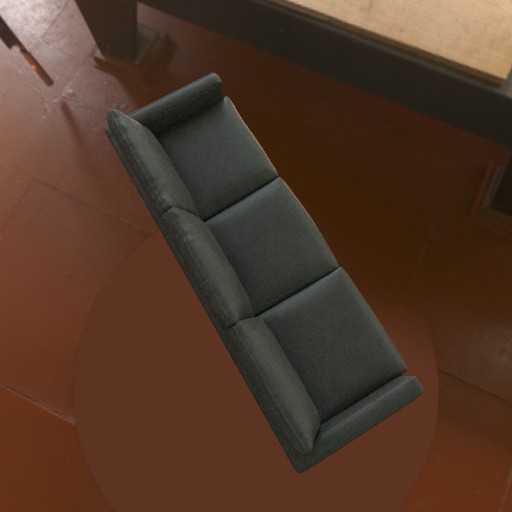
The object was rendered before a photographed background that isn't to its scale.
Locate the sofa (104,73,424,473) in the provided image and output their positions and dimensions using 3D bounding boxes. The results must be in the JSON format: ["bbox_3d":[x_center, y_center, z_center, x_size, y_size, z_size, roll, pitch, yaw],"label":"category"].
[{"bbox_3d":[0.000,0.000,2.393,0.748,0.805,2.029,-30,77,-7],"label":"sofa"}]
